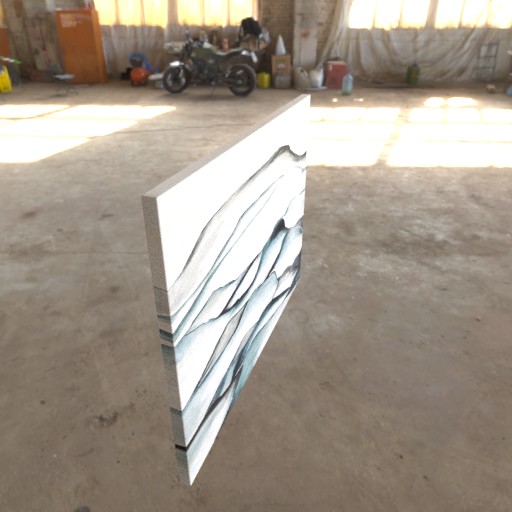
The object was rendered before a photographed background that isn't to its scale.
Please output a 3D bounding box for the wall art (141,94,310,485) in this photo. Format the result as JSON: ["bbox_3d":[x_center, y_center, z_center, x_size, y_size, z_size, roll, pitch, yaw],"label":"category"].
[{"bbox_3d":[0.000,0.000,1.591,0.039,0.915,1.219,10,31,18],"label":"wall art"}]
